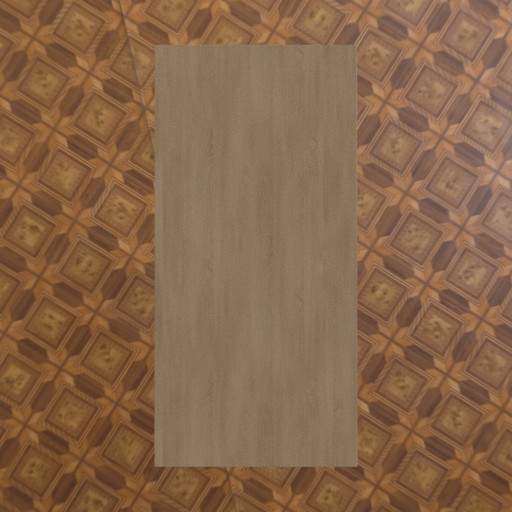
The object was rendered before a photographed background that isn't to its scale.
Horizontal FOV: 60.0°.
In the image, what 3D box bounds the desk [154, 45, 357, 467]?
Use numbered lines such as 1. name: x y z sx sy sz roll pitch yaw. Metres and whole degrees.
1. desk: 0.000 0.000 1.697 0.600 0.770 1.251 0 90 0
